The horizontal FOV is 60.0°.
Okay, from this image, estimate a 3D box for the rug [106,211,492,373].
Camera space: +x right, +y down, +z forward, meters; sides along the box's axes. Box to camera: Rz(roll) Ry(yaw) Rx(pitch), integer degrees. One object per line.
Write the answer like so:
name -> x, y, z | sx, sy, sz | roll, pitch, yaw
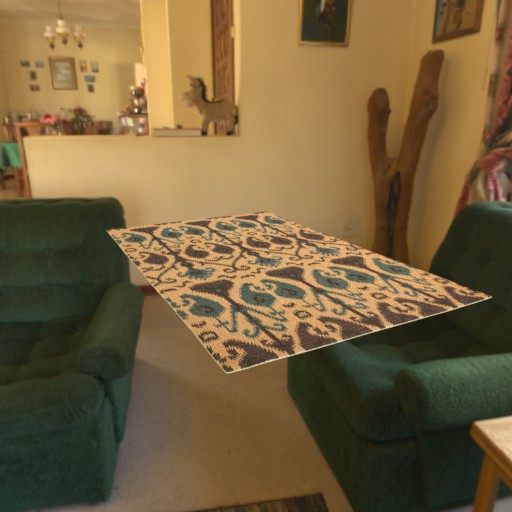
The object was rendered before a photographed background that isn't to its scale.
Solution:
rug -> 0.000, 0.000, 2.099 | 1.072, 0.013, 1.698 | -9, 20, -27
